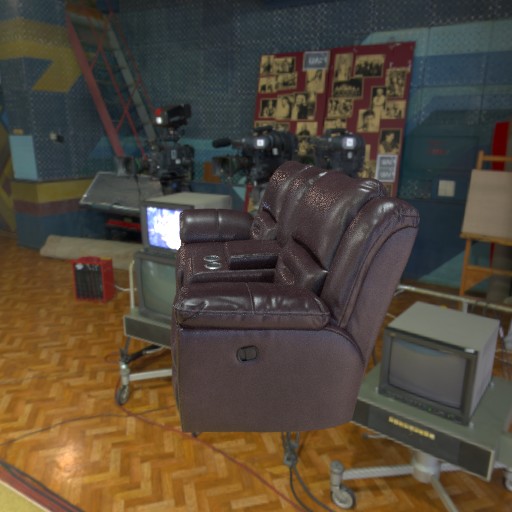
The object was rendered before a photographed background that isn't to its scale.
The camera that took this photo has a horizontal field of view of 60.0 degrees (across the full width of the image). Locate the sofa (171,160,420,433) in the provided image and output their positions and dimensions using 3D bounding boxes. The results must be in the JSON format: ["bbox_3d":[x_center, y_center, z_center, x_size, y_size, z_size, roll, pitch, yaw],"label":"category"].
[{"bbox_3d":[0.000,0.000,2.629,0.991,1.043,2.058,-2,16,-8],"label":"sofa"}]
